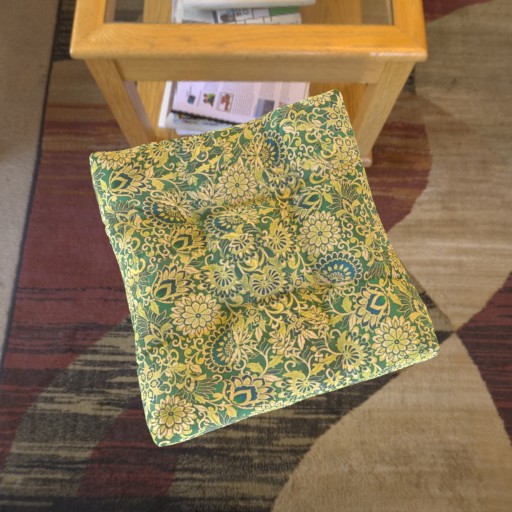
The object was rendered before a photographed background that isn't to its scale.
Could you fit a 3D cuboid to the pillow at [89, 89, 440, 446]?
[{"bbox_3d":[0.000,0.000,0.746,0.468,0.128,0.490,-16,76,-4],"label":"pillow"}]
